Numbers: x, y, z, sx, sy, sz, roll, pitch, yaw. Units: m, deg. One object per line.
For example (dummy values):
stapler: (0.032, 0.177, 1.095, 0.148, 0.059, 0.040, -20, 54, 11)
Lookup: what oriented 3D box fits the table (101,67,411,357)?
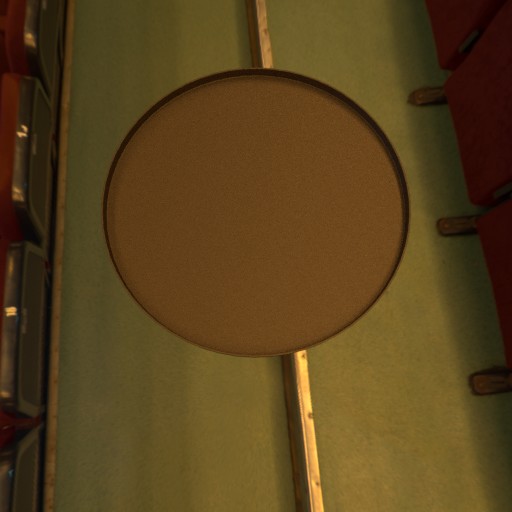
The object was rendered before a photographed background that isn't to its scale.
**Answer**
table: (0.000, 0.000, 1.058, 0.502, 0.700, 0.502, -5, 75, -1)
